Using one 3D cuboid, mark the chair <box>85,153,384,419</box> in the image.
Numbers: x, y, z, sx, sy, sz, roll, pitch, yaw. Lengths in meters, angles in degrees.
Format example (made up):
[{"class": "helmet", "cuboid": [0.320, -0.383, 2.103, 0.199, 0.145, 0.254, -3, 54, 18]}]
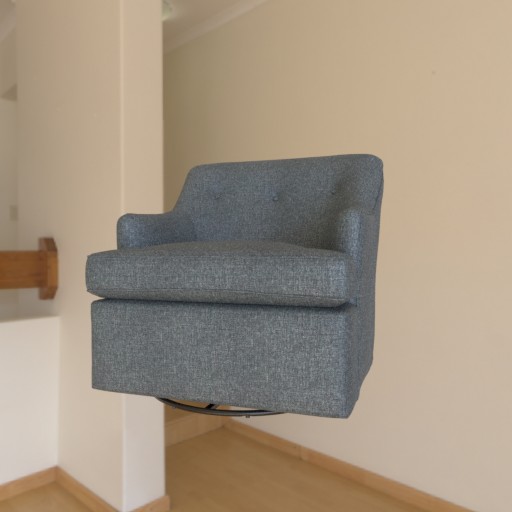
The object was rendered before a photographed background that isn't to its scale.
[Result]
[{"class": "chair", "cuboid": [0.000, 0.000, 1.601, 0.864, 0.856, 0.923, 0, 1, 18]}]
